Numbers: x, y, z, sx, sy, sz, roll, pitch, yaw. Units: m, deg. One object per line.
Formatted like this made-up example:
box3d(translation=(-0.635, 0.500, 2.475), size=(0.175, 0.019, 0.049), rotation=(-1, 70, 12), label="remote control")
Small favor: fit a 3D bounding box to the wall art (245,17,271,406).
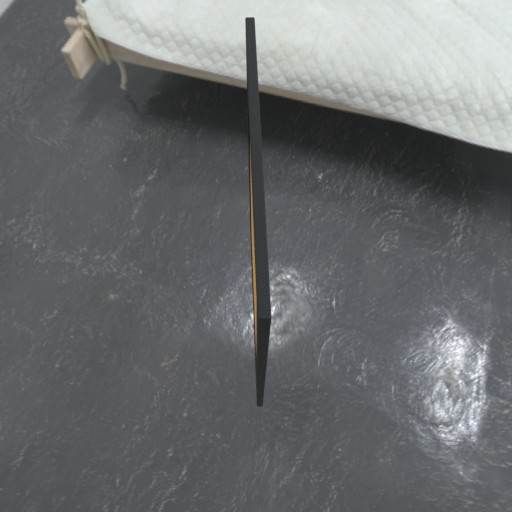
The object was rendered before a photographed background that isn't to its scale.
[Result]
box3d(translation=(0.000, 0.000, 0.682), size=(0.012, 0.529, 0.374), rotation=(-2, 64, -1), label="wall art")
